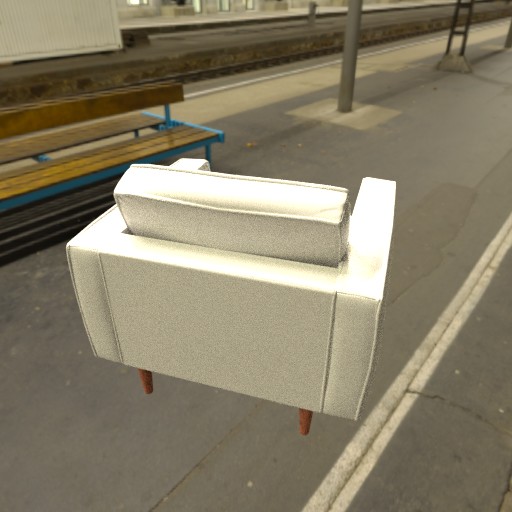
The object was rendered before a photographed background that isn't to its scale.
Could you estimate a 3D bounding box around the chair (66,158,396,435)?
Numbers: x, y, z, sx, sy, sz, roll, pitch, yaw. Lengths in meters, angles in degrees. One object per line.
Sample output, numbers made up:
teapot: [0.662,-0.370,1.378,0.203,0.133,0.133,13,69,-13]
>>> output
chair: [0.000,0.000,1.579,0.928,0.773,0.843,9,33,15]
